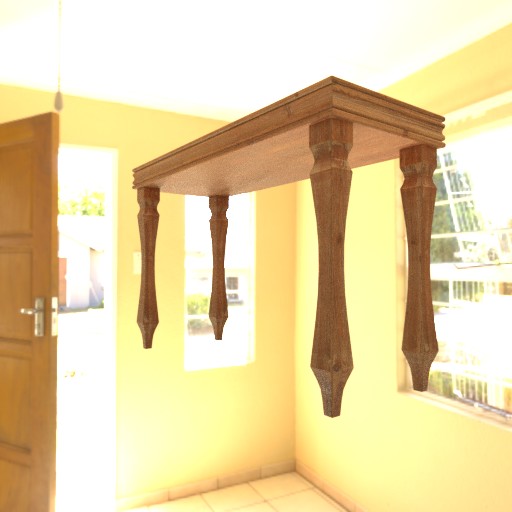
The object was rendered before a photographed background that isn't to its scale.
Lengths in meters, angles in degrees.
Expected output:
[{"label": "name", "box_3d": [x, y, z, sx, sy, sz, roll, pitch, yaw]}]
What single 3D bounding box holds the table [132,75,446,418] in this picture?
[{"label": "table", "box_3d": [0.000, 0.000, 1.784, 0.522, 0.873, 1.330, 1, -2, -37]}]
